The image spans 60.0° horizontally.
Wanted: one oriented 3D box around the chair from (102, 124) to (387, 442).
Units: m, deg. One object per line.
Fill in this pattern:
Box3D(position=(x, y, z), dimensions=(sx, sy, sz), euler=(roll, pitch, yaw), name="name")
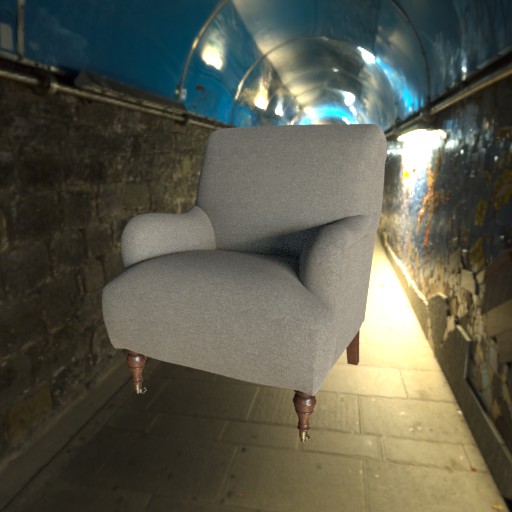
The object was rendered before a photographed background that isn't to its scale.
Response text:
Box3D(position=(0.000, 0.000, 1.591), dimensions=(0.766, 0.942, 0.843), euler=(6, 14, 26), name="chair")
